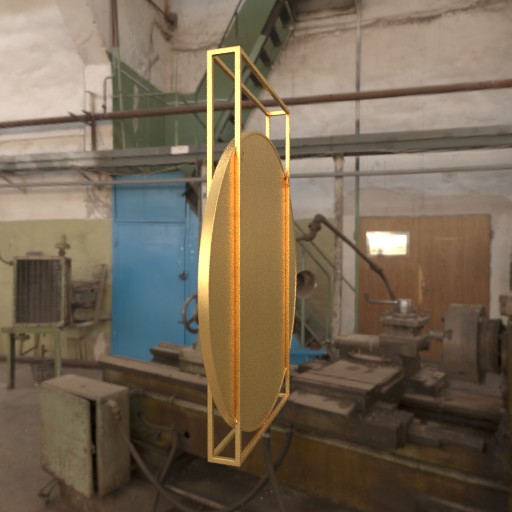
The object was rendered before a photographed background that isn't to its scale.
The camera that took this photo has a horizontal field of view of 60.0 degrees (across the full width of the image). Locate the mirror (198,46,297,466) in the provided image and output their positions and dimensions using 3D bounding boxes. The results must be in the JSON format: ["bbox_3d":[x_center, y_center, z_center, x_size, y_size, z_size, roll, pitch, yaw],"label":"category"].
[{"bbox_3d":[0.000,0.000,0.792,0.051,0.603,0.508,0,1,17],"label":"mirror"}]
